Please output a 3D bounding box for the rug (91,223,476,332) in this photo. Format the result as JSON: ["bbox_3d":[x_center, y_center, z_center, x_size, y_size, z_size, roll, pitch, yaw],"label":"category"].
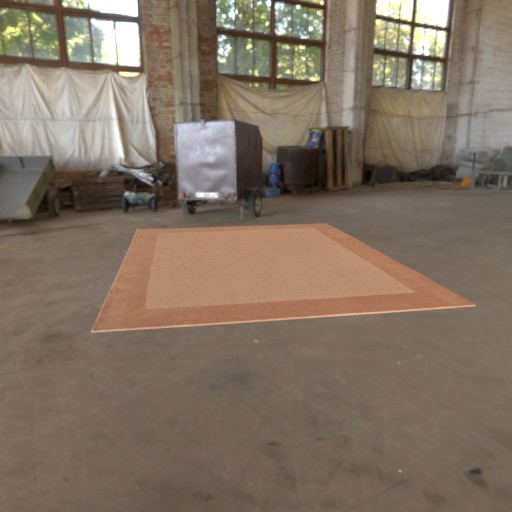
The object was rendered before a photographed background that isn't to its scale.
[{"bbox_3d":[0.000,0.000,4.166,2.431,0.021,3.057,-3,15,-10],"label":"rug"}]
